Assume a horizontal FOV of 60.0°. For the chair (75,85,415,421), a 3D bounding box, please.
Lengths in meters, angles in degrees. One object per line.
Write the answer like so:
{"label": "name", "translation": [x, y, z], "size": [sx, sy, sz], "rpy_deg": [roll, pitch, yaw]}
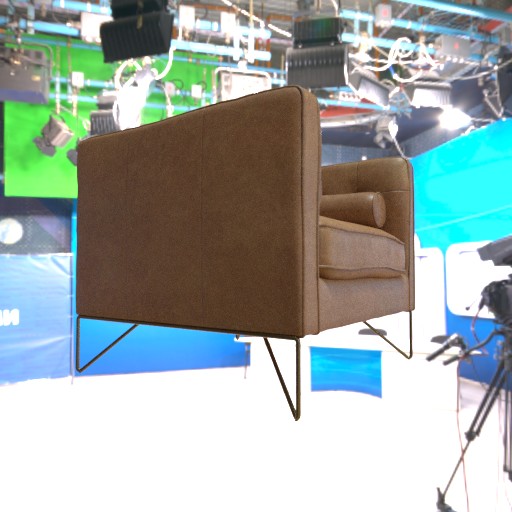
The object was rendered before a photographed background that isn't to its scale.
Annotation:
{"label": "chair", "translation": [0.000, 0.000, 1.626], "size": [0.912, 0.797, 0.920], "rpy_deg": [-1, -2, 35]}
